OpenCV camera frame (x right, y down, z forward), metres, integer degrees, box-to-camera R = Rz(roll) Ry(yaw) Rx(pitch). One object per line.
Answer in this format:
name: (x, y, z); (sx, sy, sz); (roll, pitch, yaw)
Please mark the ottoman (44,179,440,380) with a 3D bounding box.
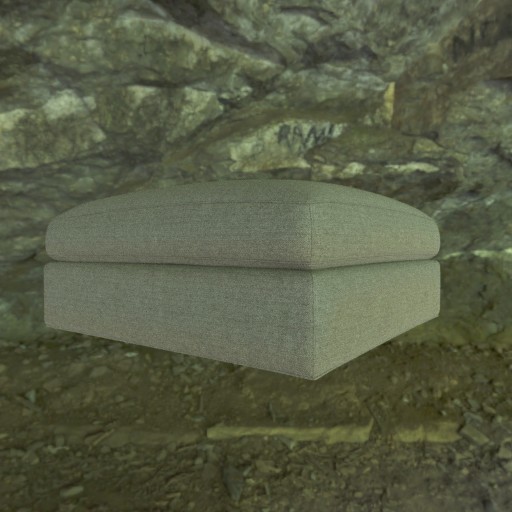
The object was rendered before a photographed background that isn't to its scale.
ottoman: (0.000, 0.000, 1.589); (1.041, 0.470, 1.041); (1, 2, 36)
